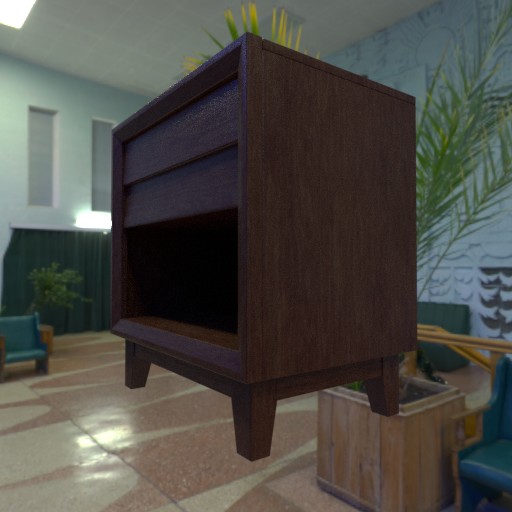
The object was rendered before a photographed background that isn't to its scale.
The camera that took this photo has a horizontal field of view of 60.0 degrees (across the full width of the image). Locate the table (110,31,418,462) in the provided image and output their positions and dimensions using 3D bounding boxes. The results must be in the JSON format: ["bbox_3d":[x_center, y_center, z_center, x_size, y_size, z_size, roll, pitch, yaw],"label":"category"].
[{"bbox_3d":[0.000,0.000,0.966,0.449,0.609,0.557,1,-1,-37],"label":"table"}]
